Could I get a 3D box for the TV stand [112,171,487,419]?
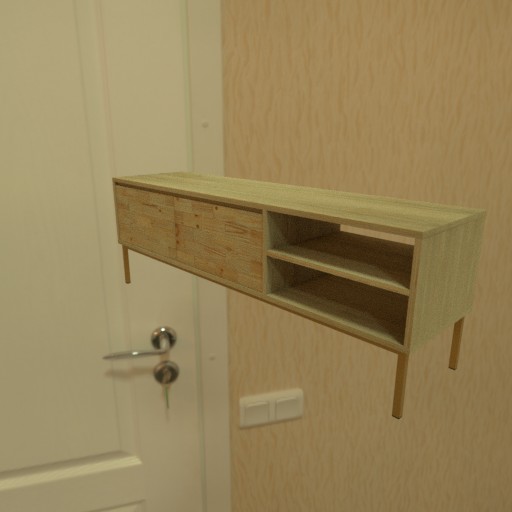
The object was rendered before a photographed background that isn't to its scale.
[{"bbox_3d":[0.000,0.000,1.845,0.420,0.550,1.600,-15,22,-42],"label":"TV stand"}]
